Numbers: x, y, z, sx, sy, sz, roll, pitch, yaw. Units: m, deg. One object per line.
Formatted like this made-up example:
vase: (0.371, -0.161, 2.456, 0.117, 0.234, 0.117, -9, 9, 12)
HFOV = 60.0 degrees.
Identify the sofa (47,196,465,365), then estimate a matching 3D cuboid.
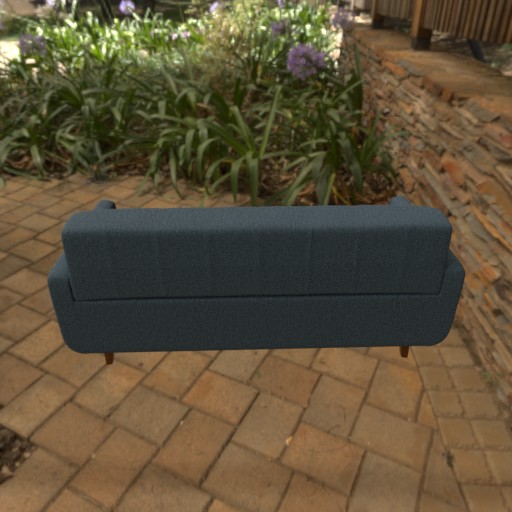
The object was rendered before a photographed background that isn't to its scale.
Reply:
sofa: (0.000, 0.000, 2.624, 2.055, 0.884, 0.942, -1, 31, -2)
